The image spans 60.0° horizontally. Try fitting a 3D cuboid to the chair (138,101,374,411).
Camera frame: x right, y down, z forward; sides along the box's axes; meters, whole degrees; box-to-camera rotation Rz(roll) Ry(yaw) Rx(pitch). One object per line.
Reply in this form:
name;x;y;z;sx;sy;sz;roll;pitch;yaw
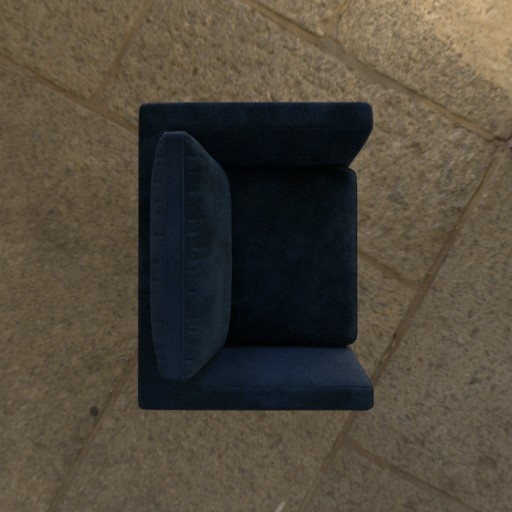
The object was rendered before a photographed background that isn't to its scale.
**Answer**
chair;0.000;0.000;1.609;0.746;0.893;0.977;0;90;0
